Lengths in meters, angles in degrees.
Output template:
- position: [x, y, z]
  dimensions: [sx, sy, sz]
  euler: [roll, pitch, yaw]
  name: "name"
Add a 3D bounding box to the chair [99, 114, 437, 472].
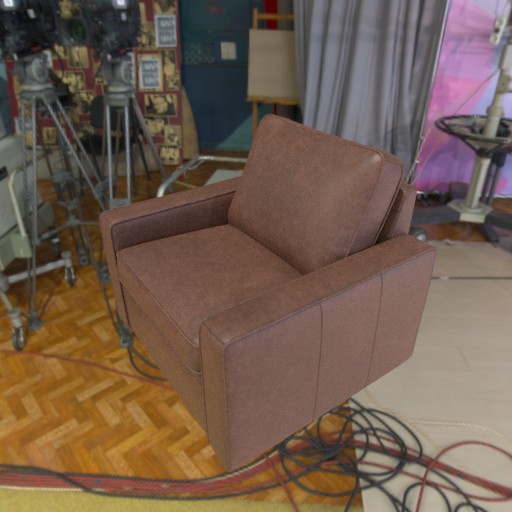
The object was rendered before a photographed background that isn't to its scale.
- position: [0.000, 0.000, 1.774]
  dimensions: [0.940, 0.919, 1.017]
  euler: [-20, 37, -30]
  name: "chair"
